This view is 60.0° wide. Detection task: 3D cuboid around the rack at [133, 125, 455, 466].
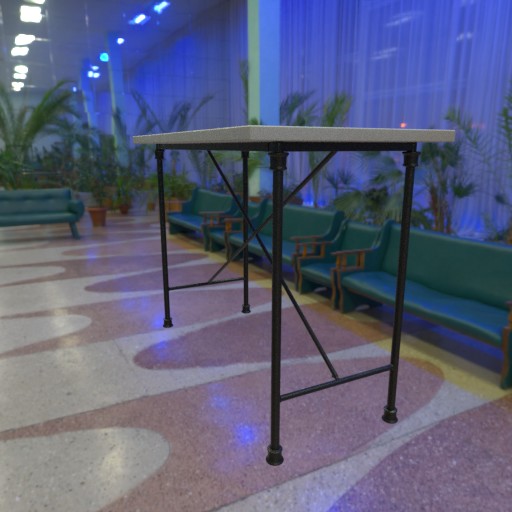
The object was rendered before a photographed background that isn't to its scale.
[{"bbox_3d":[0.000,0.000,1.659,0.613,0.880,1.159,-7,15,-26],"label":"rack"}]
